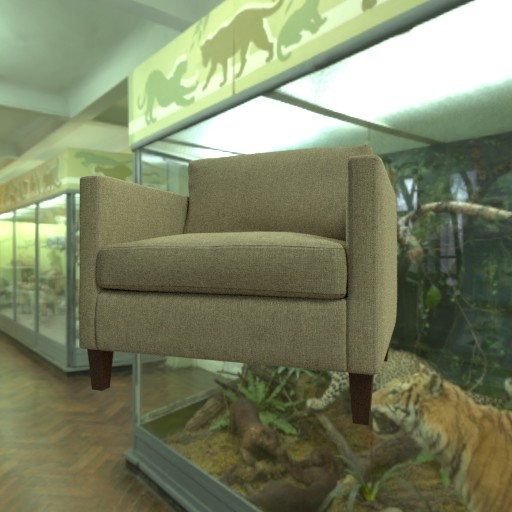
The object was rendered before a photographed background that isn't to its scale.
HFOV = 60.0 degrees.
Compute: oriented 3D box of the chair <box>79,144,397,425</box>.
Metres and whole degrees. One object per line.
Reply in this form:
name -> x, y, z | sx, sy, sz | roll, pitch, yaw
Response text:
chair -> 0.000, 0.000, 1.866 | 1.107, 0.987, 0.959 | 0, 0, 20
